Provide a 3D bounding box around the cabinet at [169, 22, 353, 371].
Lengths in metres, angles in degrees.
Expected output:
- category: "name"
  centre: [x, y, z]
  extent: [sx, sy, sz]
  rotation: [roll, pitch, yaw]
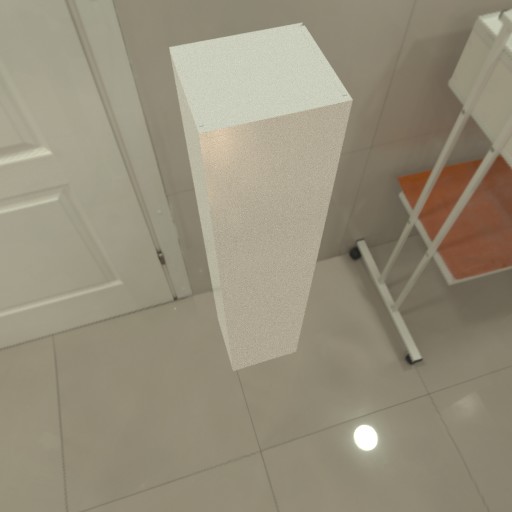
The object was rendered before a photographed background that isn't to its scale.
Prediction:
- category: "cabinet"
  centre: [0.000, 0.000, 1.481]
  extent: [0.300, 1.400, 0.270]
  rotation: [-15, 60, -9]
